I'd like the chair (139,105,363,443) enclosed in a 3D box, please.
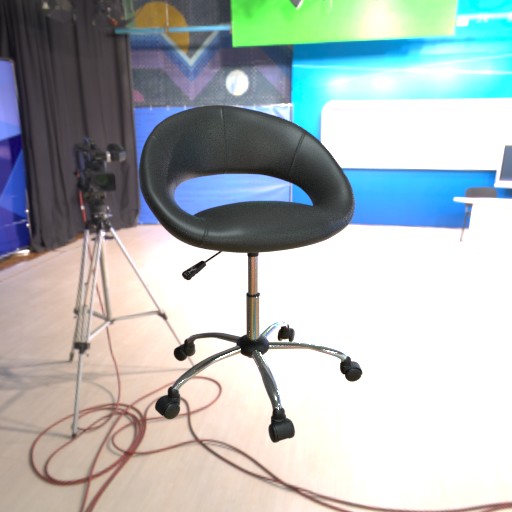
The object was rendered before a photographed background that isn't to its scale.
[{"bbox_3d":[0.000,0.000,1.207,0.612,0.791,0.538,-9,19,-27],"label":"chair"}]
